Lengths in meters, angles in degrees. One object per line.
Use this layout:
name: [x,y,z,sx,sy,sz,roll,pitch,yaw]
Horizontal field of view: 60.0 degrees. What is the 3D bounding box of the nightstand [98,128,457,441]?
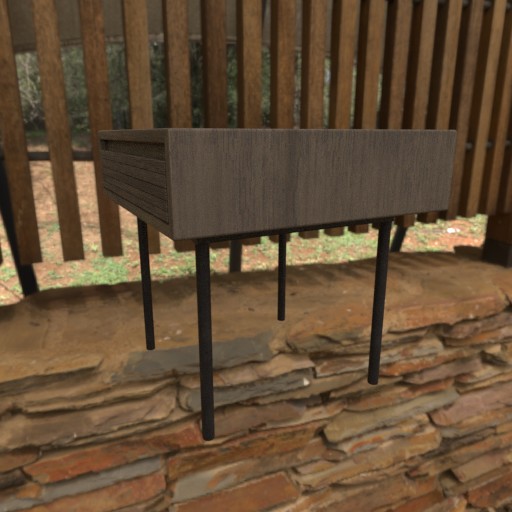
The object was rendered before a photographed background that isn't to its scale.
nightstand: [0.000,0.000,0.911,0.503,0.497,0.502,-8,17,-27]
